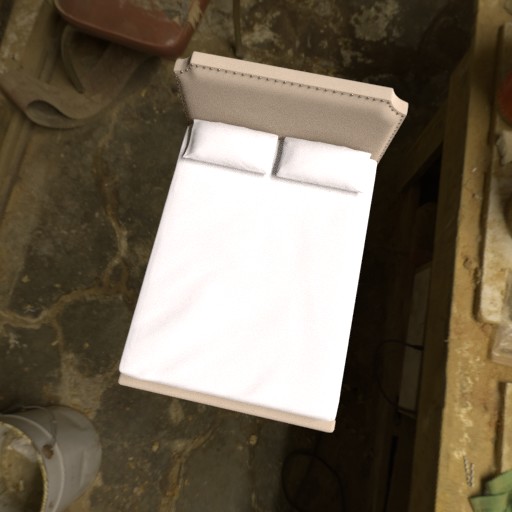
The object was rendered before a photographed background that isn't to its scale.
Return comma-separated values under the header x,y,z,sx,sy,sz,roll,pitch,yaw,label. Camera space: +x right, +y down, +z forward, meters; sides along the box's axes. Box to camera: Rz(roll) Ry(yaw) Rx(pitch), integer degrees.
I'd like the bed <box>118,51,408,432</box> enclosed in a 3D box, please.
x,y,z,sx,sy,sz,roll,pitch,yaw,label
0.000,0.000,3.429,1.703,1.415,2.329,12,76,3,bed
